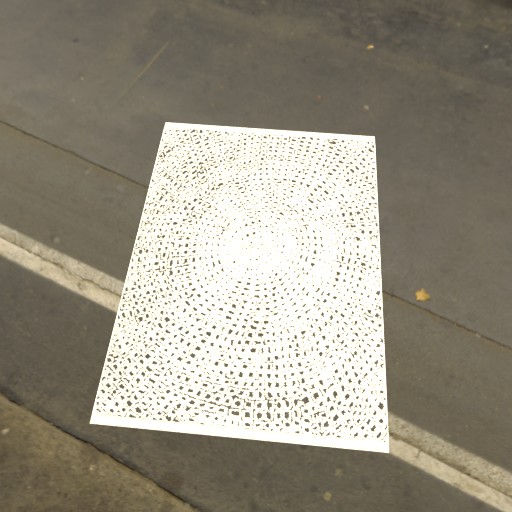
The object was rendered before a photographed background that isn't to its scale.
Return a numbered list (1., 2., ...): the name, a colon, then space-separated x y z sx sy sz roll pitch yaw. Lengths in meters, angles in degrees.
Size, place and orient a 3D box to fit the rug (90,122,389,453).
1. rug: 0.000 0.000 2.133 1.190 0.003 1.634 5 62 2
